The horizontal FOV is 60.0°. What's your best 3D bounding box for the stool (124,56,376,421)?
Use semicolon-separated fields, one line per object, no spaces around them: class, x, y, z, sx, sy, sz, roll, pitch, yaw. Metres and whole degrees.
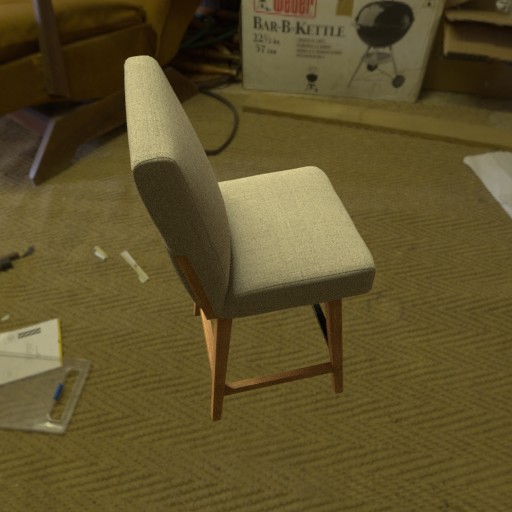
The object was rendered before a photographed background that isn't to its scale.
stool;0.000;0.000;1.260;0.526;1.010;0.459;-10;48;-9
